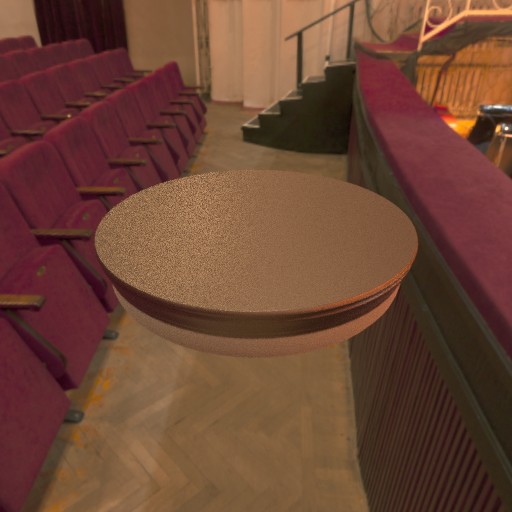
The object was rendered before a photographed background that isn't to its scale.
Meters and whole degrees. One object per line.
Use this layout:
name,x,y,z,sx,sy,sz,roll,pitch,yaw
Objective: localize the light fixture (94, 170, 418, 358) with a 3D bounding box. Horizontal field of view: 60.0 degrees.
light fixture,0.000,0.000,0.551,0.368,0.100,0.368,0,29,0
